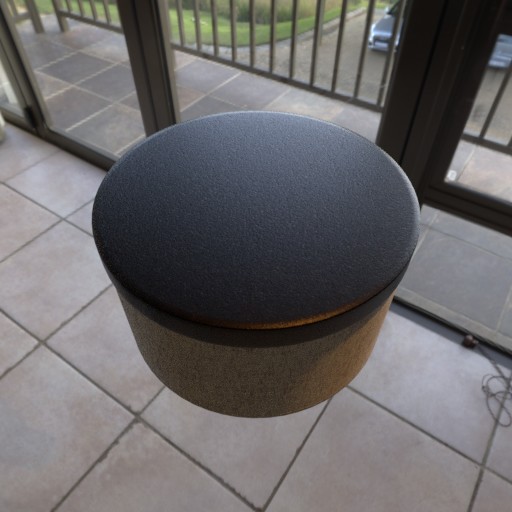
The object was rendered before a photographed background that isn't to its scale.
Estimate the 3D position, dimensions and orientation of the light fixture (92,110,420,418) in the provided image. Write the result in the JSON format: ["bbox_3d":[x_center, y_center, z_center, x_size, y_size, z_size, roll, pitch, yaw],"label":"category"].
[{"bbox_3d":[0.000,0.000,0.623,0.389,0.229,0.389,0,48,0],"label":"light fixture"}]
